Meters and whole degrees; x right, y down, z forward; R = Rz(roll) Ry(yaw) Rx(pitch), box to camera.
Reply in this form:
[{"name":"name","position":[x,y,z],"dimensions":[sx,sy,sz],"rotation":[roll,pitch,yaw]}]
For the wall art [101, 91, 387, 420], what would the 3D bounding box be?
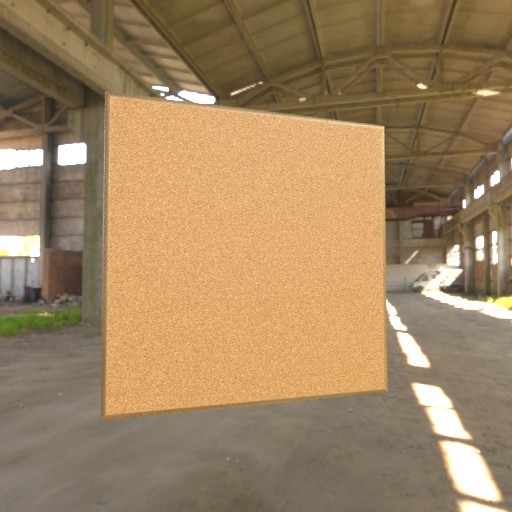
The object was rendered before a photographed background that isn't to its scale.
[{"name":"wall art","position":[0.000,0.000,0.786],"dimensions":[0.513,0.511,0.038],"rotation":[1,-2,-19]}]
